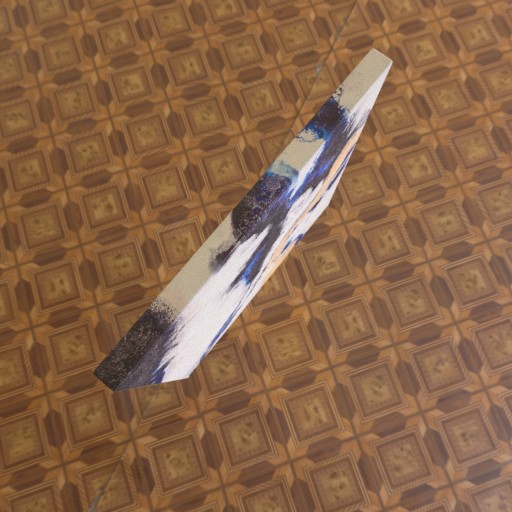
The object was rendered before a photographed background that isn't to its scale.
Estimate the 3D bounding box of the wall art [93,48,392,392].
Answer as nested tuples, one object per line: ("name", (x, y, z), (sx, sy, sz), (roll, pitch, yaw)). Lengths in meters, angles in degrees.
("wall art", (0.000, 0.000, 0.902), (0.039, 0.609, 0.609), (38, 79, 9))
